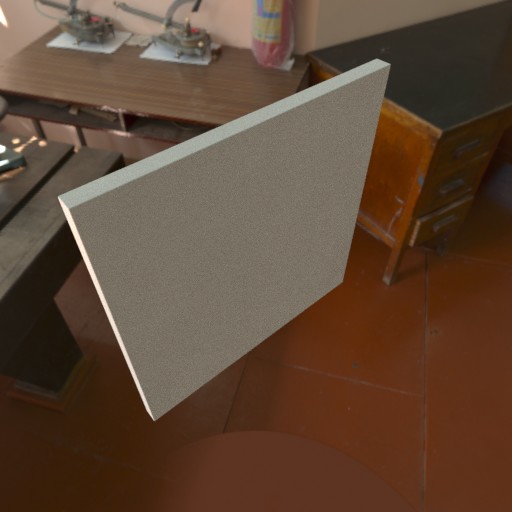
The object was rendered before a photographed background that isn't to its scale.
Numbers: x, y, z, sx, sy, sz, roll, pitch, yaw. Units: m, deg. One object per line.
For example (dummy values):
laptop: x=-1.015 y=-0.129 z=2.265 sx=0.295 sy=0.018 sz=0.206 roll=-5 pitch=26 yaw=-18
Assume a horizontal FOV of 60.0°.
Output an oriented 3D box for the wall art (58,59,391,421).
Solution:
wall art: x=0.000 y=0.000 z=1.112 sx=0.762 sy=0.762 sz=0.040 roll=-32 pitch=55 yaw=-26
